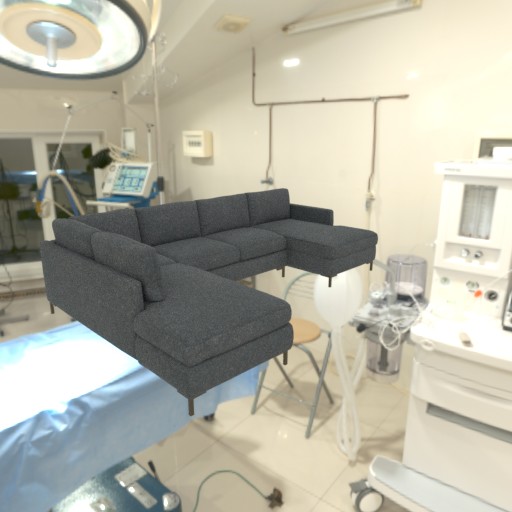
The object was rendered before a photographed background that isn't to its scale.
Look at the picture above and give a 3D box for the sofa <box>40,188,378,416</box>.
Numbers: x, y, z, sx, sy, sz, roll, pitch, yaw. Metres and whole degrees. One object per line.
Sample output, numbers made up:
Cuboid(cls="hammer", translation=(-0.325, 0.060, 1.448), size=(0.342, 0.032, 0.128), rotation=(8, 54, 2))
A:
Cuboid(cls="sofa", translation=(0.000, 0.000, 3.877), size=(2.956, 0.813, 2.007), rotation=(-15, 22, -43))
